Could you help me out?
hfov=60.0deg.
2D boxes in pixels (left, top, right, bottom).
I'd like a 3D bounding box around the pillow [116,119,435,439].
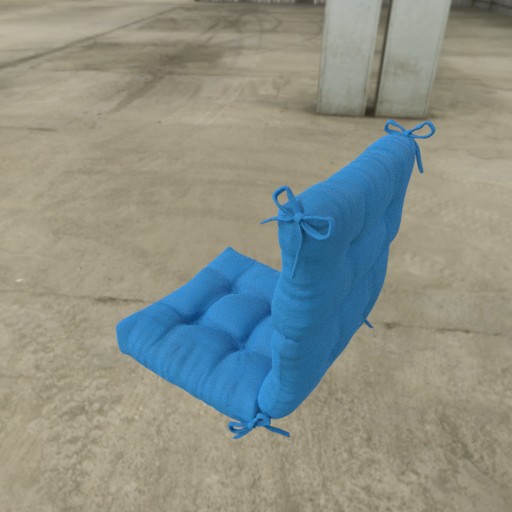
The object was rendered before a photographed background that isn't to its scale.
[{"bbox_3d":[0.000,0.000,1.027,0.571,0.605,0.519,21,38,29],"label":"pillow"}]
